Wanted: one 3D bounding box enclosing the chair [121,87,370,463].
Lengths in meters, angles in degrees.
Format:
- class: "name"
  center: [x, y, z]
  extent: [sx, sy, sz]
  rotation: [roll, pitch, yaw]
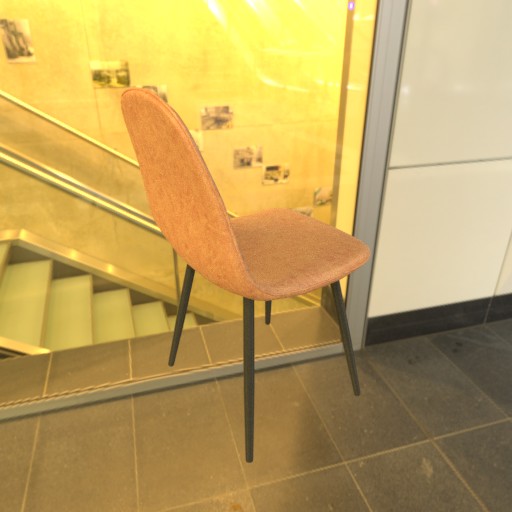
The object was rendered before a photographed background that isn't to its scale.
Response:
- class: "chair"
  center: [0.000, 0.000, 1.201]
  extent: [0.561, 0.889, 0.472]
  rotation: [-18, 32, -31]
